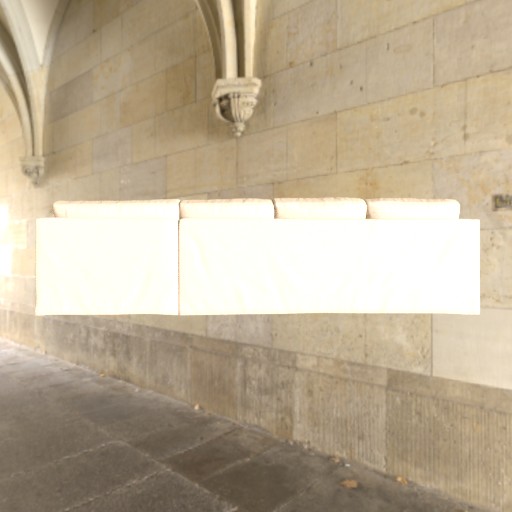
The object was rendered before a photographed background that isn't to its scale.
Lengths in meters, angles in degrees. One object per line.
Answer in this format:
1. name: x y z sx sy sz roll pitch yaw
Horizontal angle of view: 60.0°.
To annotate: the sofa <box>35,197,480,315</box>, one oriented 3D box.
1. sofa: 0.000 0.000 3.945 3.206 0.871 1.622 0 -1 -1
